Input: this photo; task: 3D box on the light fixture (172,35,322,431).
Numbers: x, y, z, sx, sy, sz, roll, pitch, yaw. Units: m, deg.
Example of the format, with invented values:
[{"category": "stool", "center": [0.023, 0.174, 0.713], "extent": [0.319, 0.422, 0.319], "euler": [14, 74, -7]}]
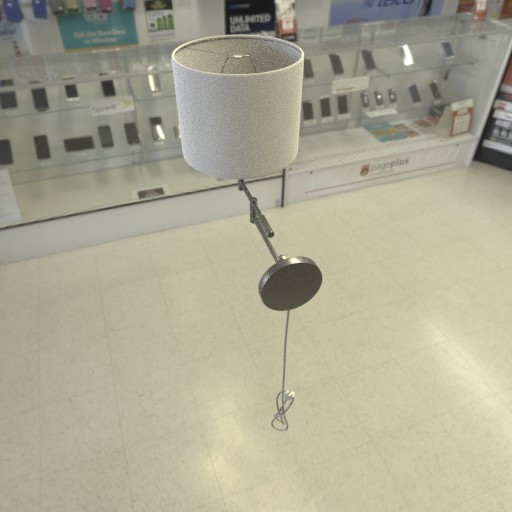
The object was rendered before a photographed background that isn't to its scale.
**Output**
[{"category": "light fixture", "center": [0.000, 0.000, 1.040], "extent": [0.253, 0.842, 0.479], "euler": [-12, 42, -13]}]
